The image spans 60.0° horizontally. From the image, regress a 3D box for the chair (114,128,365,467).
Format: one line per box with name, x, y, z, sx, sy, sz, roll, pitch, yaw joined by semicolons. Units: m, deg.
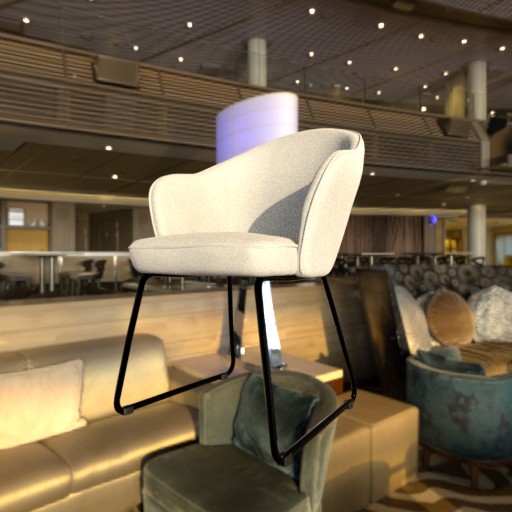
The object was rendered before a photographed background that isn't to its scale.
chair;0.000;0.000;1.213;0.570;0.817;0.592;0;0;34
